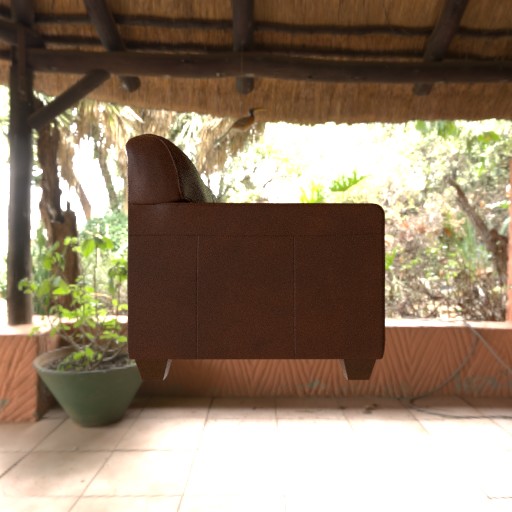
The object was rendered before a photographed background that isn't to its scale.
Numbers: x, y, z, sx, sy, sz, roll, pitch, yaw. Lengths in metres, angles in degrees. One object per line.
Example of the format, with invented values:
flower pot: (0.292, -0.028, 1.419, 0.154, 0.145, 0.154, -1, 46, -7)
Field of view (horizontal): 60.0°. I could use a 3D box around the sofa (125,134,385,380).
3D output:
sofa: (0.000, 0.000, 2.617, 1.008, 0.953, 2.039, 0, -1, 0)
